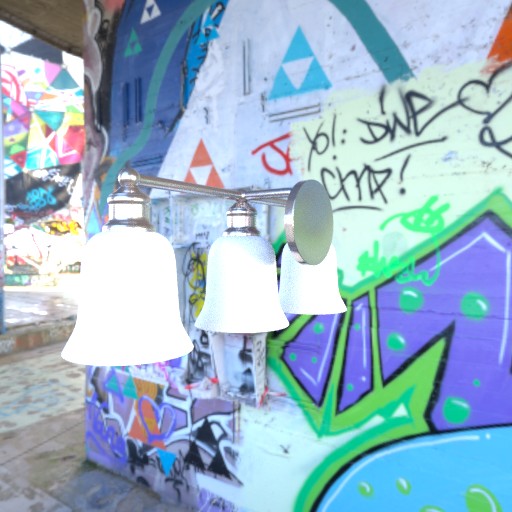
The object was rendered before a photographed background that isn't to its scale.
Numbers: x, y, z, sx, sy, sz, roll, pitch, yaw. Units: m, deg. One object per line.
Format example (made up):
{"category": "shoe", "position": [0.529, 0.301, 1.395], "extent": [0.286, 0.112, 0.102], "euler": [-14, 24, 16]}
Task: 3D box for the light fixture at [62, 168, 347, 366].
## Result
{"category": "light fixture", "position": [0.000, 0.000, 0.666], "extent": [0.198, 0.211, 0.570], "euler": [1, 1, 35]}
